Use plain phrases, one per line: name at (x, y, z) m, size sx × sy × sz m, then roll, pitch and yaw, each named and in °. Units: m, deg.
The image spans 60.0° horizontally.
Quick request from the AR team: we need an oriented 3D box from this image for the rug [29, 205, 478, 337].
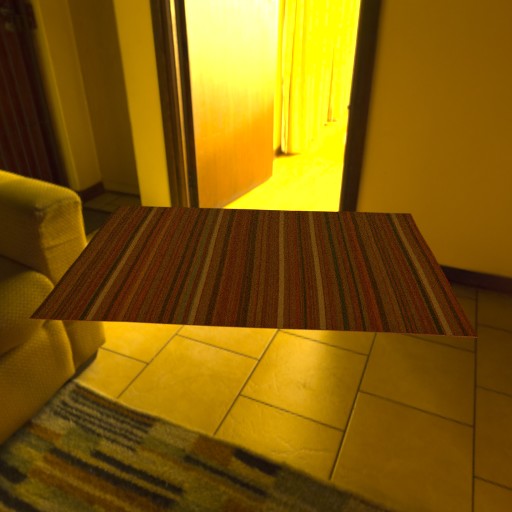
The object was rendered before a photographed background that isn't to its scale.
rug at (0.000, 0.000, 3.039) m, size 2.438 × 0.008 × 1.523 m, roll 2°, pitch 31°, yaw 3°
